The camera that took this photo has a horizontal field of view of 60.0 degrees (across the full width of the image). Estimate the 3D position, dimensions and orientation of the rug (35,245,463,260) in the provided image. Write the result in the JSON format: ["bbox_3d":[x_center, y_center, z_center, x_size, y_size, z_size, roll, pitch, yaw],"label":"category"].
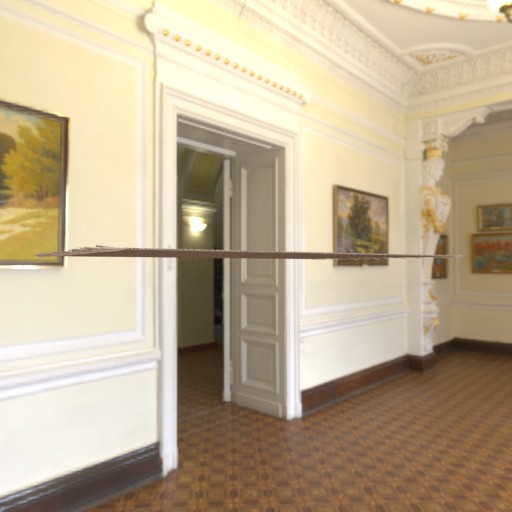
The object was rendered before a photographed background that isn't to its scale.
[{"bbox_3d":[0.000,0.000,3.018,2.523,0.034,1.528,1,-2,-35],"label":"rug"}]
